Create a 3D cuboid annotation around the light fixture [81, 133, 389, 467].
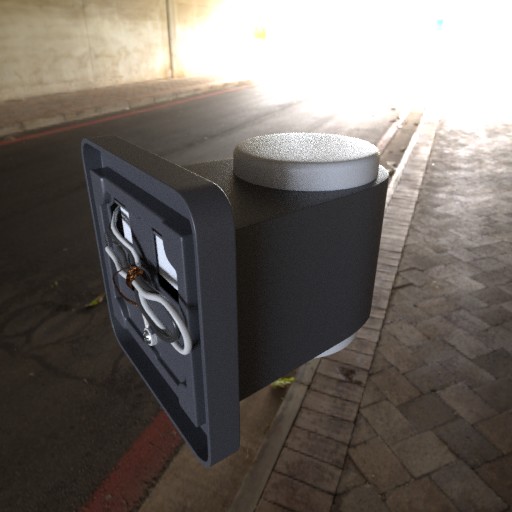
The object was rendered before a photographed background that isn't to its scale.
[{"bbox_3d":[0.000,0.000,0.209,0.132,0.109,0.109,-17,31,-31],"label":"light fixture"}]
